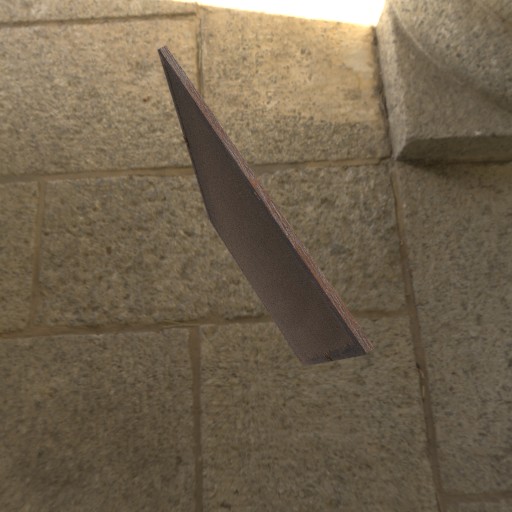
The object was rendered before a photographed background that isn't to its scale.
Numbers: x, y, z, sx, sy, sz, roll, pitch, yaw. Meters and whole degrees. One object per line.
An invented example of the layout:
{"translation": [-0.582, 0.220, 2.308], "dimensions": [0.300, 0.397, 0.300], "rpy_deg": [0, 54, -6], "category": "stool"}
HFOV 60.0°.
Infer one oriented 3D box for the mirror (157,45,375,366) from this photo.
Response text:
{"translation": [0.000, 0.000, 1.288], "dimensions": [0.025, 0.996, 0.705], "rpy_deg": [-31, 77, -8], "category": "mirror"}
